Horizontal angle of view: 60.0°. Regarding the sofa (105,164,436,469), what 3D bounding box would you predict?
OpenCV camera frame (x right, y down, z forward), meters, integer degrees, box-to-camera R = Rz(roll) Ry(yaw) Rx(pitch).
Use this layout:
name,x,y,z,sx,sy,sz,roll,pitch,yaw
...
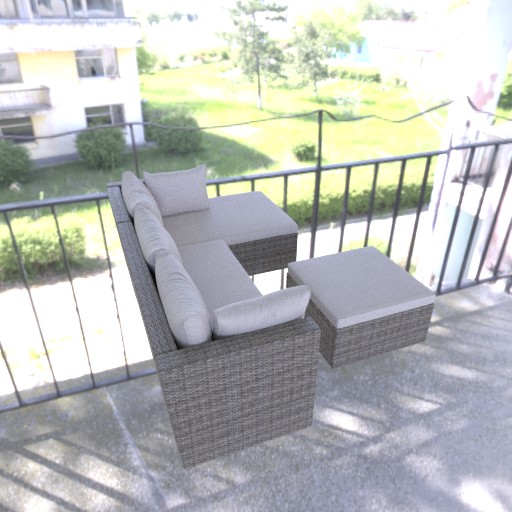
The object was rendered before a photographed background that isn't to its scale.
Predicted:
name,x,y,z,sx,sy,sz,roll,pitch,yaw
sofa,0.000,0.000,2.946,1.662,0.766,2.192,-11,31,-19
